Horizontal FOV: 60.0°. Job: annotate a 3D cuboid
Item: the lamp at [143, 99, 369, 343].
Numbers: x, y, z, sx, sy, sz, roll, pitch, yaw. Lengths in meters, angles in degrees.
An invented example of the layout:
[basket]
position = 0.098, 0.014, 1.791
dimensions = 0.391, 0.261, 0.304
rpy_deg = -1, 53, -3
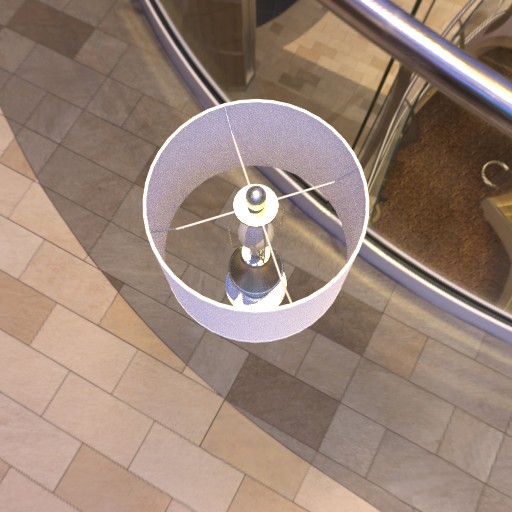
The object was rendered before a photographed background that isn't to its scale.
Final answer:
[lamp]
position = 0.000, 0.000, 0.979
dimensions = 0.383, 0.733, 0.383
rpy_deg = 0, 76, 0
